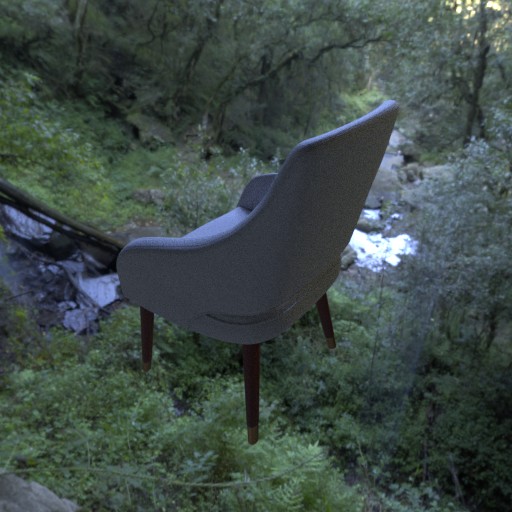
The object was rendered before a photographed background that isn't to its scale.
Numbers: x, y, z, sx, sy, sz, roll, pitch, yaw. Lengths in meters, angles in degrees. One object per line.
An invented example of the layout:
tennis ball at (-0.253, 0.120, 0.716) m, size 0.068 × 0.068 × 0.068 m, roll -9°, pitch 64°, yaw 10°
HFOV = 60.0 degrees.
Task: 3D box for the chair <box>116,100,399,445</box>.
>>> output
chair at (0.000, 0.000, 1.283) m, size 0.600 × 0.889 × 0.609 m, roll 22°, pitch 38°, yaw 30°
